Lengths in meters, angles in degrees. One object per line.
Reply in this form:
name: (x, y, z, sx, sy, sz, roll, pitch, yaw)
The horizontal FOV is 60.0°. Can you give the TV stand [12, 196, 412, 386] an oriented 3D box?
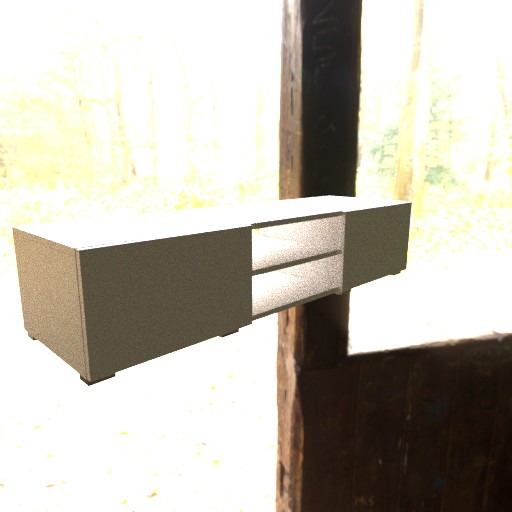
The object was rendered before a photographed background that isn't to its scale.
TV stand: (0.000, 0.000, 1.539, 1.400, 0.310, 0.420, -12, 17, -43)
